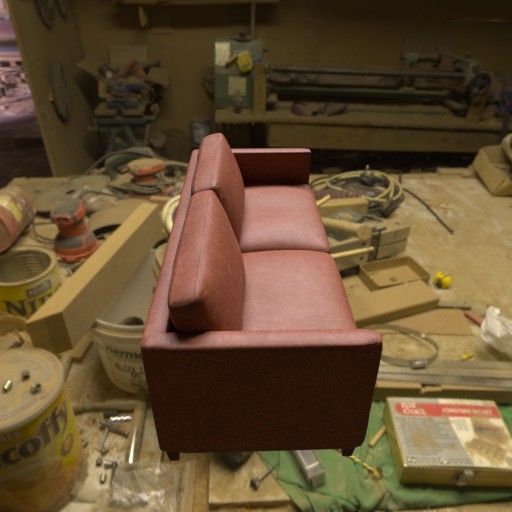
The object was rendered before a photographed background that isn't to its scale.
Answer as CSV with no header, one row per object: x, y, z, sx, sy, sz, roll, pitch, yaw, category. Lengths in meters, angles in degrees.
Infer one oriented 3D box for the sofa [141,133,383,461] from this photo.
0.000,0.000,2.714,0.950,0.932,2.204,-1,33,-1,sofa
